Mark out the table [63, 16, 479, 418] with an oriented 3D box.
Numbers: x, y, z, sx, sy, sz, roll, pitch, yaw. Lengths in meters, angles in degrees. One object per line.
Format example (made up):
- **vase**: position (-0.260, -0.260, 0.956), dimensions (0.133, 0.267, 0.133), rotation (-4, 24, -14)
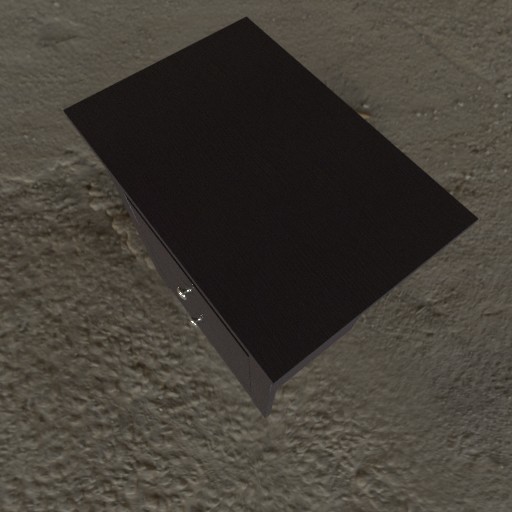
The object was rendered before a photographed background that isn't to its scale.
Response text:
- **table**: position (0.000, 0.000, 1.046), dimensions (0.408, 0.711, 0.589), rotation (-35, 69, -15)
